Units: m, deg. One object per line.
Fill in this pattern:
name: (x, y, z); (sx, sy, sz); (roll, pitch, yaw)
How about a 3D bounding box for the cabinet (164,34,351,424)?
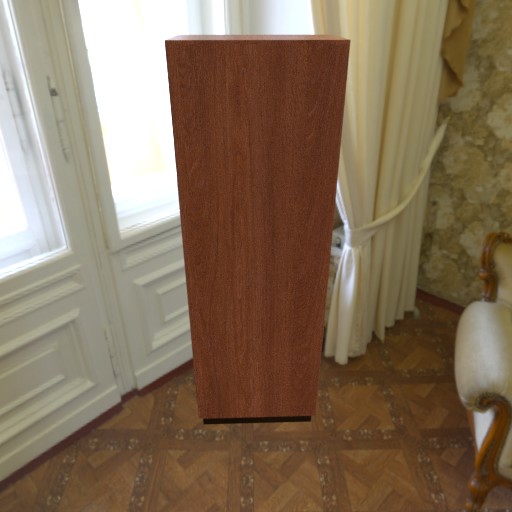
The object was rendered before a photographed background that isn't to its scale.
cabinet: (0.000, 0.000, 2.232); (0.660, 1.980, 0.420); (-1, 29, -2)
